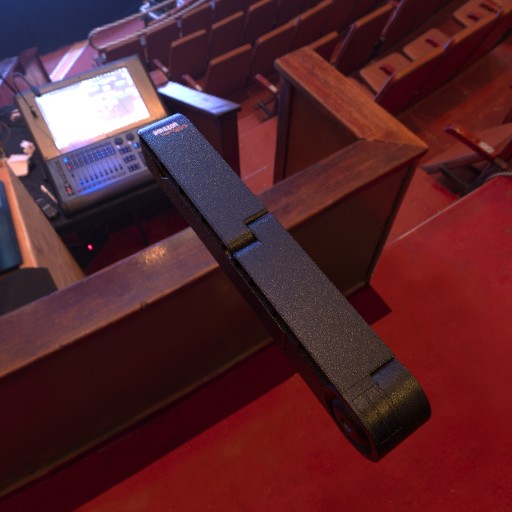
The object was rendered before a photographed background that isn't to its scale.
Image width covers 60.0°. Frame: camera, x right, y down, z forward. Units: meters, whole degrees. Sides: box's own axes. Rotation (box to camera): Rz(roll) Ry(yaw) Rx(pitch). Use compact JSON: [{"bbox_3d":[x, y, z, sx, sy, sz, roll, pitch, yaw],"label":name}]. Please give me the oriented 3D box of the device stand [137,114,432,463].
[{"bbox_3d":[0.000,0.000,0.190,0.026,0.030,0.179,-30,62,-17],"label":"device stand"}]
